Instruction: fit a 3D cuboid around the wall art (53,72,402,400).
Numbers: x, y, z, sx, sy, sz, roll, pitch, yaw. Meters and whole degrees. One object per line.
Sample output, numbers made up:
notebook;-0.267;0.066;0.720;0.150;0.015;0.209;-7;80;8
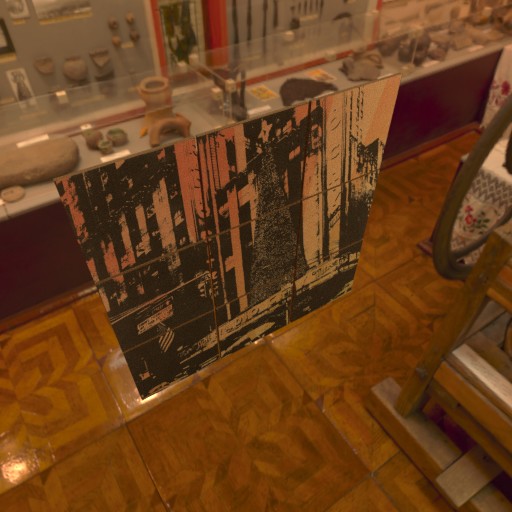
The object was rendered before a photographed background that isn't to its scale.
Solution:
wall art;0.000;0.000;1.792;1.216;1.216;0.013;-24;50;-21
